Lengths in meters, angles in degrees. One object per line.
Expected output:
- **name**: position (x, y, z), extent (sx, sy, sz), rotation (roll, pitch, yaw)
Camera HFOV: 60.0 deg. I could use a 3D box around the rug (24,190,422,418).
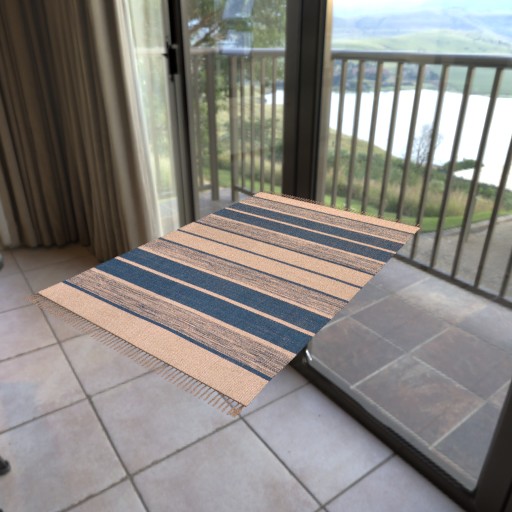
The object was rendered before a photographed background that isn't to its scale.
- **rug**: position (0.000, 0.000, 3.032), extent (1.532, 0.010, 2.441), rotation (18, 32, 31)
